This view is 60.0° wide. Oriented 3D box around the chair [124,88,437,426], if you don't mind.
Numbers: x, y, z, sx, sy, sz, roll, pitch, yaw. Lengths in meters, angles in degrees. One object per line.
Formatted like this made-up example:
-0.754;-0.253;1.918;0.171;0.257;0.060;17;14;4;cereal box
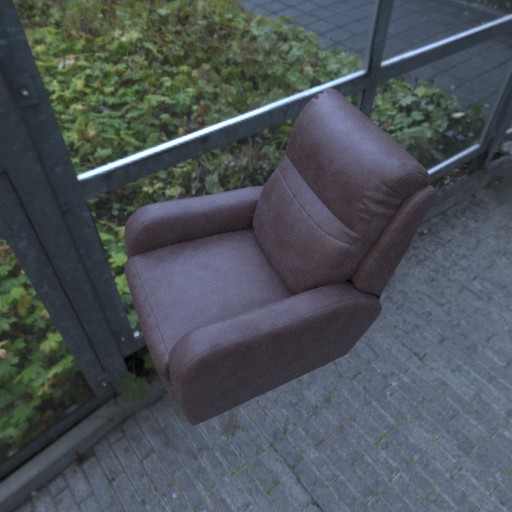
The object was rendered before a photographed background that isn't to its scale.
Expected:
0.000;0.000;1.875;1.067;1.067;0.865;-18;50;-16;chair
